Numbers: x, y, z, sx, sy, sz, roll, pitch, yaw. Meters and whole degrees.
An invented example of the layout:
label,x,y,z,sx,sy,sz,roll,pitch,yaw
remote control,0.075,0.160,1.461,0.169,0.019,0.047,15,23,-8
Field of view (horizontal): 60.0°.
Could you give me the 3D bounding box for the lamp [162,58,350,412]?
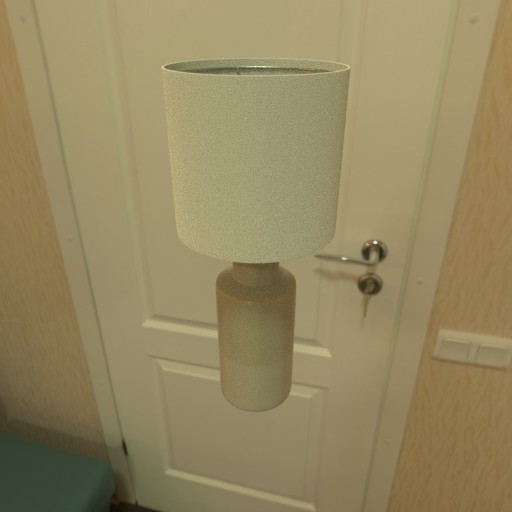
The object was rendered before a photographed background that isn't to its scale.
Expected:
label,x,y,z,sx,sy,sz,roll,pitch,yaw
lamp,0.000,0.000,0.621,0.212,0.493,0.212,-7,29,-13
